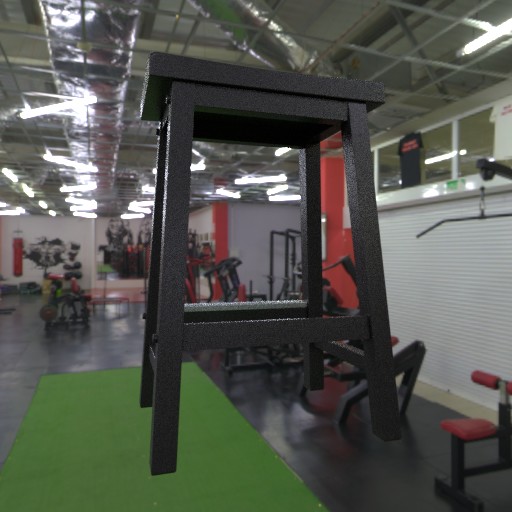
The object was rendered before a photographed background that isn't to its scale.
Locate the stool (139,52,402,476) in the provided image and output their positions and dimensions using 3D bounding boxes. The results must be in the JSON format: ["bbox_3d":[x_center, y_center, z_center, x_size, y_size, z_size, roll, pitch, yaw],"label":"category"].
[{"bbox_3d":[0.000,0.000,0.826,0.406,0.610,0.322,0,0,-18],"label":"stool"}]
